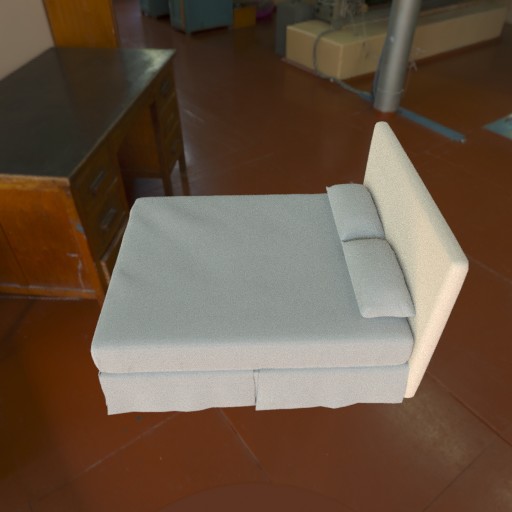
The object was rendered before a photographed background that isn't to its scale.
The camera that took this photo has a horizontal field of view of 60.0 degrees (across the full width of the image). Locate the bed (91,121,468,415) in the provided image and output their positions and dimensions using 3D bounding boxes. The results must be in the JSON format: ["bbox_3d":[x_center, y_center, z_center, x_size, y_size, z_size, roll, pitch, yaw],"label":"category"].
[{"bbox_3d":[0.000,0.000,3.252,2.142,1.330,1.748,-1,41,-1],"label":"bed"}]
